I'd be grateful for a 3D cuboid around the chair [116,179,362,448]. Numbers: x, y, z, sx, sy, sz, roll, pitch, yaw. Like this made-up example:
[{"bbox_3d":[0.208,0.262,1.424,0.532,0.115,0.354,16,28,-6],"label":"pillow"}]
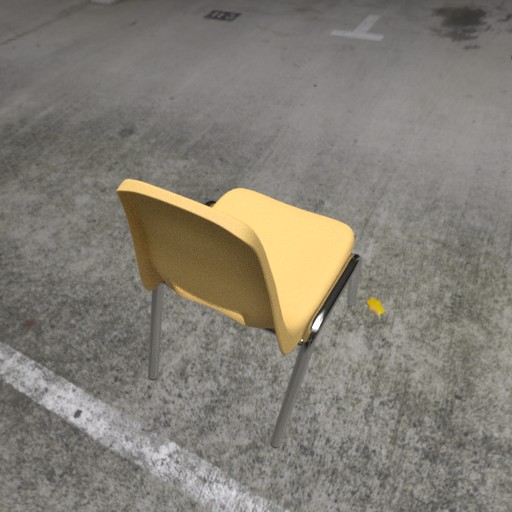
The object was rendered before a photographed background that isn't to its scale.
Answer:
[{"bbox_3d":[0.000,0.000,0.845,0.354,0.586,0.423,22,52,18],"label":"chair"}]
